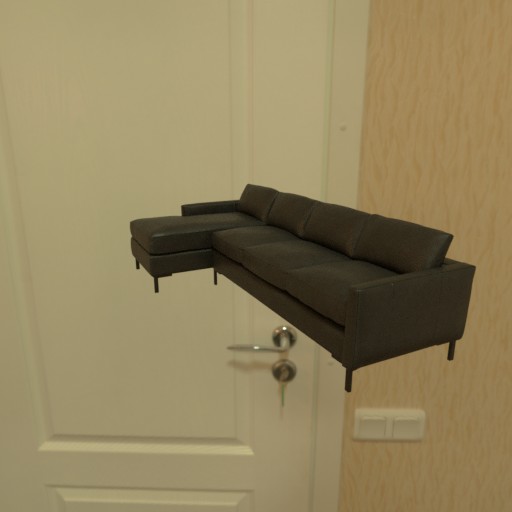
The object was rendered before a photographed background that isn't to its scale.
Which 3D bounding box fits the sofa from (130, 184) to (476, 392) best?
[{"bbox_3d":[0.000,0.000,3.677,1.471,0.859,2.993,-8,18,-26],"label":"sofa"}]
